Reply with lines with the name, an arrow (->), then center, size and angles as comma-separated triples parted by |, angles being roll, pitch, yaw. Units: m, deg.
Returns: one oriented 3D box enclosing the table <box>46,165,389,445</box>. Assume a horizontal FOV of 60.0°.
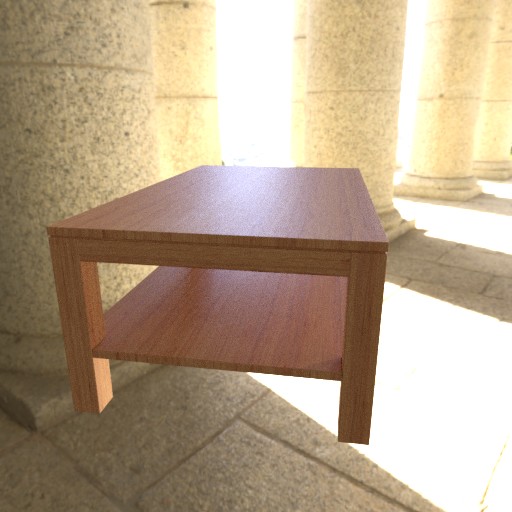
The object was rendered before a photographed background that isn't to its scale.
table -> 0.000, 0.000, 1.478 | 0.695, 0.457, 1.146 | 3, 18, 9
